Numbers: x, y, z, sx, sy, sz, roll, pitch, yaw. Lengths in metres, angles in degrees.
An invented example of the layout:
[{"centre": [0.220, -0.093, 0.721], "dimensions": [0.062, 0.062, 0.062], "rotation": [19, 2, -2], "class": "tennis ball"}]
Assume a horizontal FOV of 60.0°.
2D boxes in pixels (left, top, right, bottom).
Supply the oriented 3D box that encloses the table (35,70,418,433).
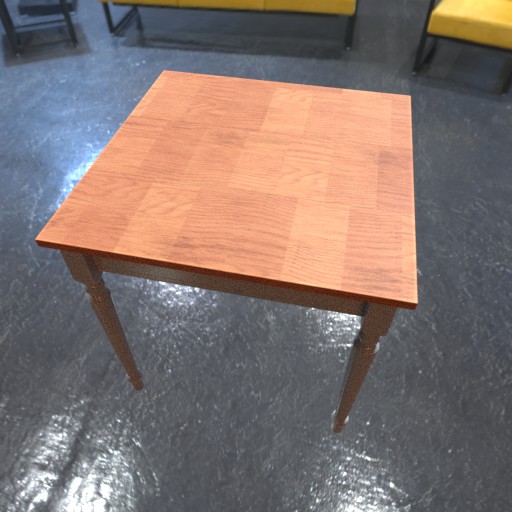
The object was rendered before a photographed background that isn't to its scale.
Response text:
[{"centre": [0.000, 0.000, 1.354], "dimensions": [0.747, 0.738, 0.747], "rotation": [9, 49, 8], "class": "table"}]
